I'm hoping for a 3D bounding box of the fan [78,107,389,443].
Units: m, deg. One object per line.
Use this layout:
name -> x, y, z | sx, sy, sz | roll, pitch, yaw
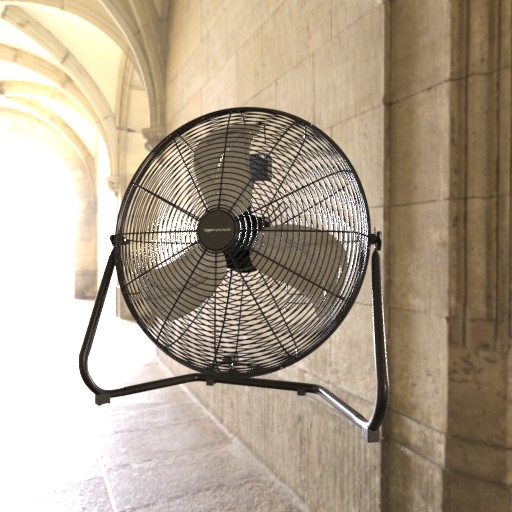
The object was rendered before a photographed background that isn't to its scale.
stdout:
fan -> 0.000, 0.000, 1.004 | 0.595, 0.605, 0.470 | 0, 1, 19
